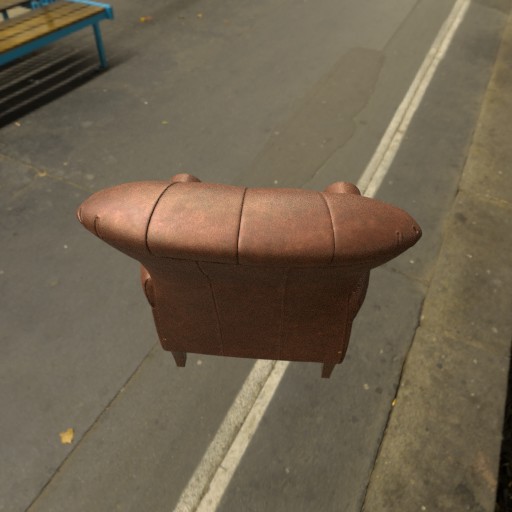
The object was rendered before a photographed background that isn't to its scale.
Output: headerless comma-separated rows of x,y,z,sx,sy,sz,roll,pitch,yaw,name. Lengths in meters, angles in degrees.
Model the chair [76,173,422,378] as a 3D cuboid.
0.000,0.000,1.854,0.979,1.162,1.031,4,46,3,chair
